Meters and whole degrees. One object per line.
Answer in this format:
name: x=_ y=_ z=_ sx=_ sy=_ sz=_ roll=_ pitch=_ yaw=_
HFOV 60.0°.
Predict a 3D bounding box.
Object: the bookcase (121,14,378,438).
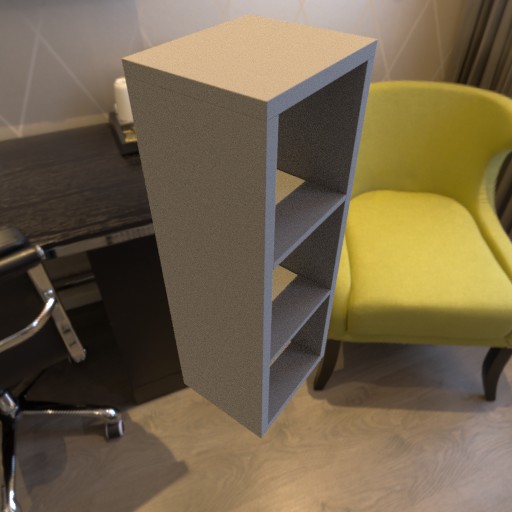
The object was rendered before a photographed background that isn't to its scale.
bookcase: x=0.000 y=0.000 z=1.219 sx=0.330 sy=1.080 sz=0.390 roll=26 pitch=48 yaw=26
